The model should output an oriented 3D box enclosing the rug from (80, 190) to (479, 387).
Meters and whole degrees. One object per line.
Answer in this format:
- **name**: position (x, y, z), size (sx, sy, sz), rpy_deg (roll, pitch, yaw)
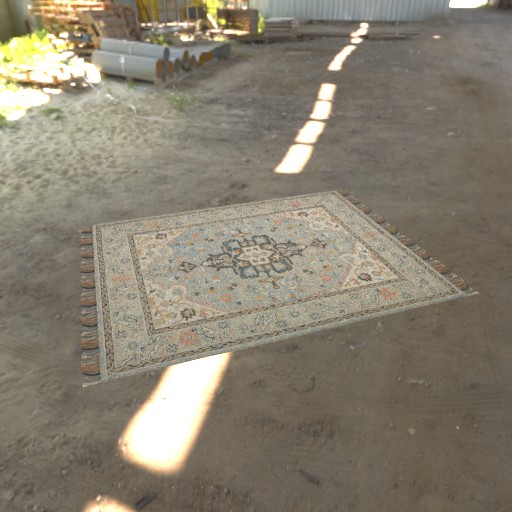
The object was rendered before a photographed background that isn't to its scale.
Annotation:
- **rug**: position (0.000, 0.000, 2.298), size (1.730, 0.009, 1.278), rpy_deg (-10, 33, -16)
